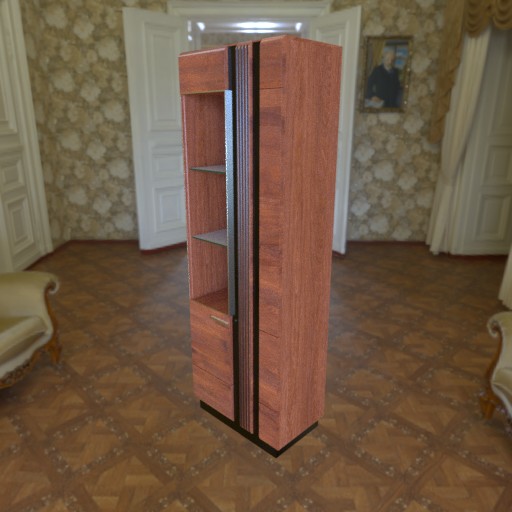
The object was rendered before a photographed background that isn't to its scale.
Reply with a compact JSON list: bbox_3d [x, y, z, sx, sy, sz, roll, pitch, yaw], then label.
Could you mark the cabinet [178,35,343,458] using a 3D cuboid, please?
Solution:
[{"bbox_3d":[0.000,0.000,2.319,0.660,1.980,0.420,16,23,42],"label":"cabinet"}]
